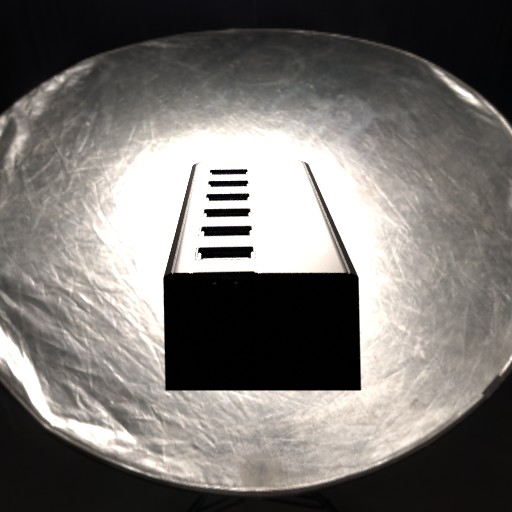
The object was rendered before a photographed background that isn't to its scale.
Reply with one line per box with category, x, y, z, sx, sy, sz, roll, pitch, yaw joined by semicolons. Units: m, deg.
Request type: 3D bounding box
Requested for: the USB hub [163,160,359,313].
USB hub;0.000;0.000;0.129;0.044;0.023;0.110;-1;30;-2
